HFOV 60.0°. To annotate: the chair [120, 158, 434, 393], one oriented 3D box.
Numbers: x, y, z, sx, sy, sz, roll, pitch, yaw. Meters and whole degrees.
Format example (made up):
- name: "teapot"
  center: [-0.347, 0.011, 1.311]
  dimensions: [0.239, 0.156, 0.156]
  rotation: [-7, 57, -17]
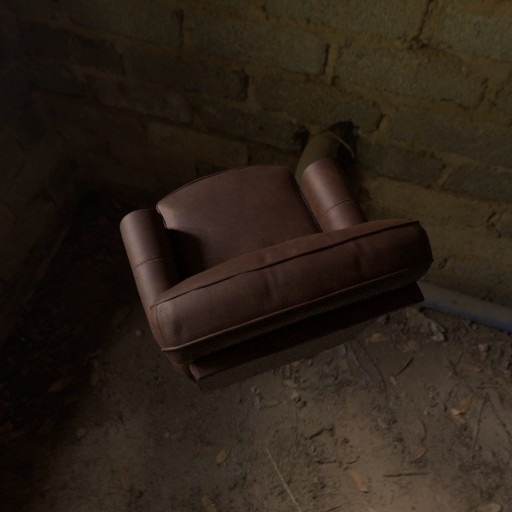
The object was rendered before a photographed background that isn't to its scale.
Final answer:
- name: "chair"
  center: [0.000, 0.000, 1.736]
  dimensions: [0.936, 1.018, 0.986]
  rotation: [-17, 61, -10]
